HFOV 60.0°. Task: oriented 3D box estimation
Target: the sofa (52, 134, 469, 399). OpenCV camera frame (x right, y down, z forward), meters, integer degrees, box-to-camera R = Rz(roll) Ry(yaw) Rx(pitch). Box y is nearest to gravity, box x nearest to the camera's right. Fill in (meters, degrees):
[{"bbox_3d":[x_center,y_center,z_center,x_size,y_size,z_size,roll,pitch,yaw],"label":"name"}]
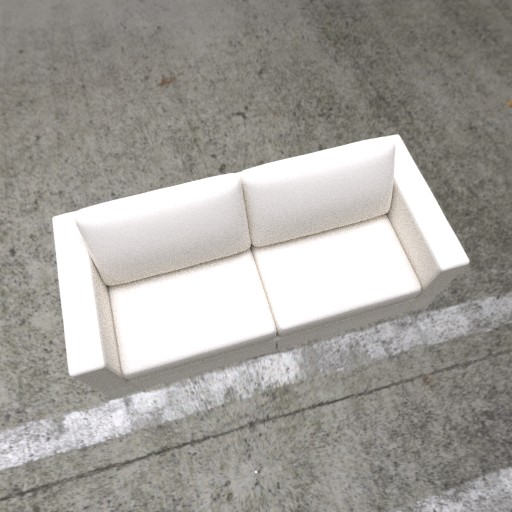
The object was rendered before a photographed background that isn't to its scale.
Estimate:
[{"bbox_3d":[0.000,0.000,2.625,2.163,0.881,0.954,-15,65,-7],"label":"sofa"}]
